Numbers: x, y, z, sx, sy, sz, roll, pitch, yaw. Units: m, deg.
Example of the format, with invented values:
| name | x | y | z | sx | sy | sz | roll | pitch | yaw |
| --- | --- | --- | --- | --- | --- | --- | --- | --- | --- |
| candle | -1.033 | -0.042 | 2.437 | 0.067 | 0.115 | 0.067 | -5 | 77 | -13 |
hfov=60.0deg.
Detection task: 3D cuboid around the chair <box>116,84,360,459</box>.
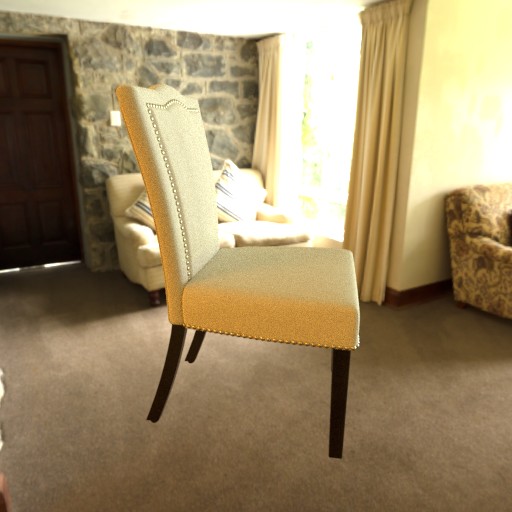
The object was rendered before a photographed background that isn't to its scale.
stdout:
| name | x | y | z | sx | sy | sz | roll | pitch | yaw |
| --- | --- | --- | --- | --- | --- | --- | --- | --- | --- |
| chair | 0.000 | 0.000 | 1.295 | 0.589 | 0.946 | 0.518 | 3 | 17 | 10 |
